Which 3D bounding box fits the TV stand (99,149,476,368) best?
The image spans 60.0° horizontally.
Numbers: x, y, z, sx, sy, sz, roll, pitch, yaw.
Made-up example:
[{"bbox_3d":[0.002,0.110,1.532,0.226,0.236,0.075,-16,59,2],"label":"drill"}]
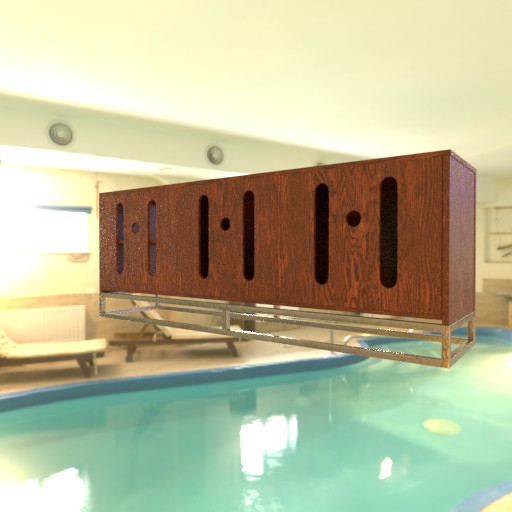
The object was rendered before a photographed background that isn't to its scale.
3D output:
[{"bbox_3d":[0.000,0.000,1.773,1.541,0.578,0.382,1,1,36],"label":"TV stand"}]
